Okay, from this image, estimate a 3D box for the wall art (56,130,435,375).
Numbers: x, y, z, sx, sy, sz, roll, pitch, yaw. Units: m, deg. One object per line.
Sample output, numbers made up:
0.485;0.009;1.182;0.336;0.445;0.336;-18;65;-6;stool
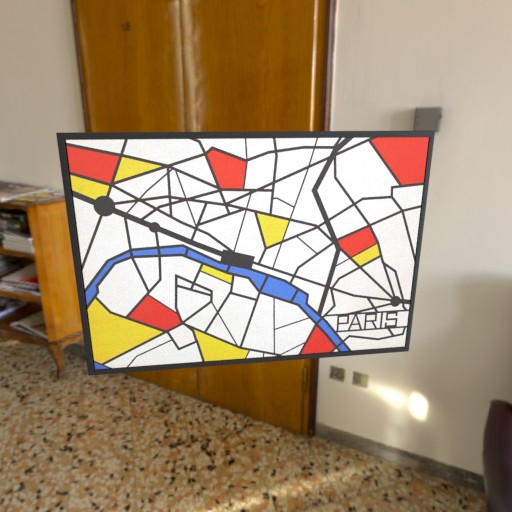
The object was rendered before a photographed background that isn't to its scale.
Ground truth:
0.000;0.000;0.848;0.664;0.458;0.013;-2;18;-8;wall art
